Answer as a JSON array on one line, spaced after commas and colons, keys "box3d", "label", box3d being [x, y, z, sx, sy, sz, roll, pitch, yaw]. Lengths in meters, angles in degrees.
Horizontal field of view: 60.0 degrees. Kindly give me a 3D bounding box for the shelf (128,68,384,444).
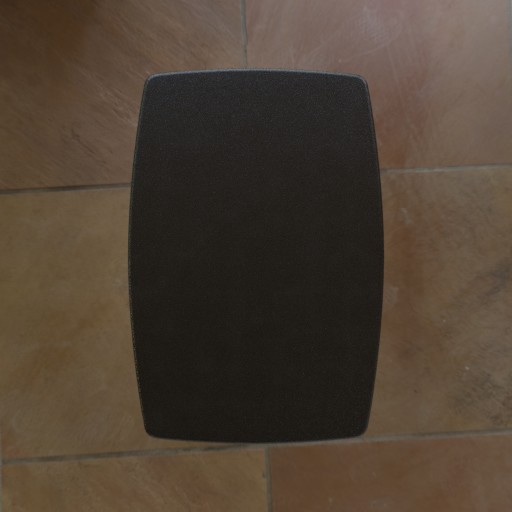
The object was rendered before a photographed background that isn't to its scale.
[{"box3d": [0.000, 0.000, 0.525, 0.280, 0.100, 0.410, 0, 90, -1], "label": "shelf"}]
